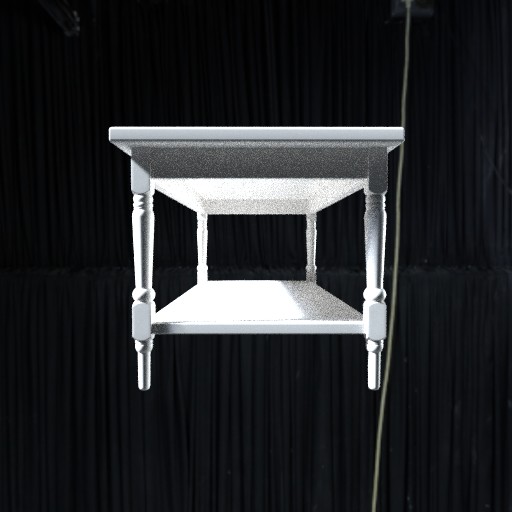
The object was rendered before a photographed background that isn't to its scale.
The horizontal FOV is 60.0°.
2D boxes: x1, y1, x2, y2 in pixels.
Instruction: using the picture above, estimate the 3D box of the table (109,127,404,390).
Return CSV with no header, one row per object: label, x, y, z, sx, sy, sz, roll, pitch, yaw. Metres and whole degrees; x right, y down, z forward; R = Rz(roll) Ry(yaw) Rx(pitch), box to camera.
table,0.000,0.000,1.384,0.550,0.510,1.107,0,1,0
